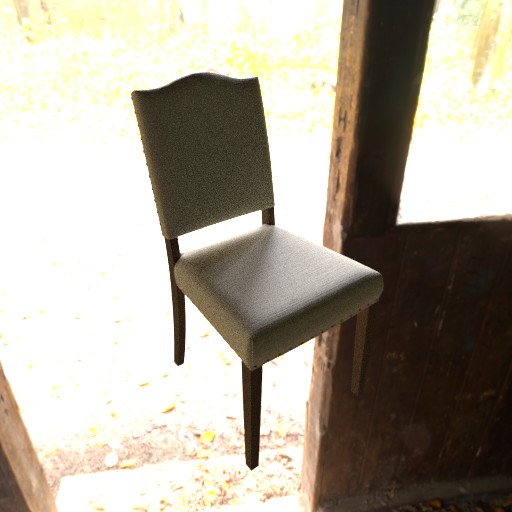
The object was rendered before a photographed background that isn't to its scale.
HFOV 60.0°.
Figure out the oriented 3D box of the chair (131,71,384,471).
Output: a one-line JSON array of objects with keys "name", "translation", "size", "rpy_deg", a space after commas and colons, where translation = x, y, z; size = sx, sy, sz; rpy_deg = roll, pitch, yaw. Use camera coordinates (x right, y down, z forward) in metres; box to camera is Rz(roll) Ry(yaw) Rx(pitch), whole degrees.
[{"name": "chair", "translation": [0.000, 0.000, 1.385], "size": [0.508, 1.015, 0.619], "rpy_deg": [-21, 36, -32]}]
